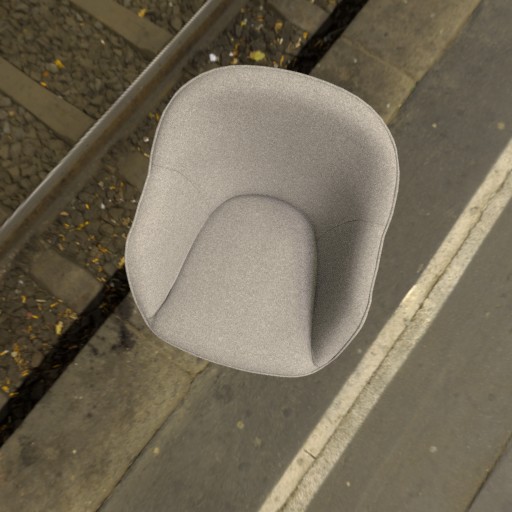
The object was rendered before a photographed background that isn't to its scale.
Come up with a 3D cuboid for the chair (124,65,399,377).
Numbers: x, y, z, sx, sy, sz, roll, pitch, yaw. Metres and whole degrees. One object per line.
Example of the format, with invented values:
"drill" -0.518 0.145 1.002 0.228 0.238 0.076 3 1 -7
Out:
"chair" 0.000 0.000 1.223 0.589 0.810 0.611 15 77 3
